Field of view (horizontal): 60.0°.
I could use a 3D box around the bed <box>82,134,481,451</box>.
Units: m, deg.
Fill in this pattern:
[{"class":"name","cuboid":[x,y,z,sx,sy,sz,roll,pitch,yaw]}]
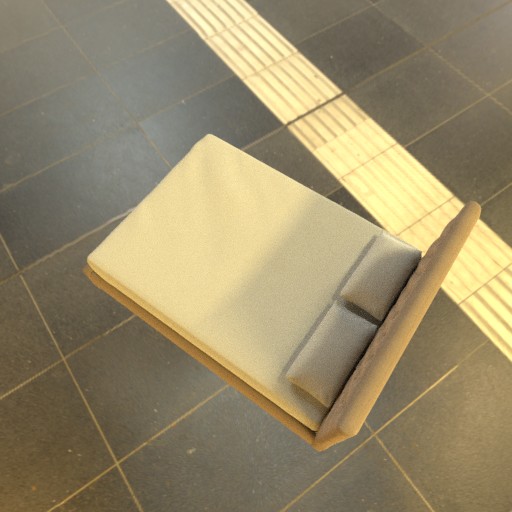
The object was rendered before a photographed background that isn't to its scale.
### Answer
[{"class":"bed","cuboid":[0.000,0.000,3.434,2.387,1.427,1.698,32,68,15]}]
